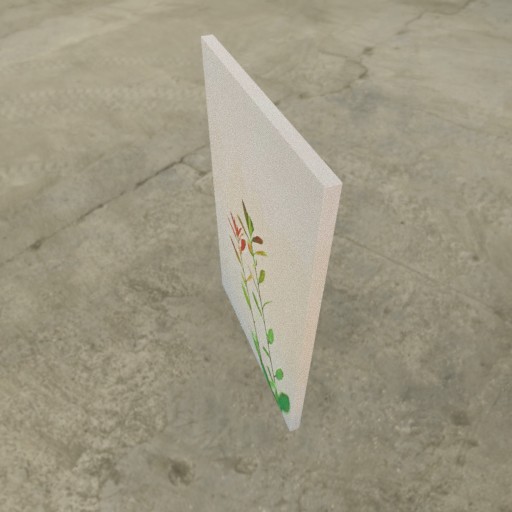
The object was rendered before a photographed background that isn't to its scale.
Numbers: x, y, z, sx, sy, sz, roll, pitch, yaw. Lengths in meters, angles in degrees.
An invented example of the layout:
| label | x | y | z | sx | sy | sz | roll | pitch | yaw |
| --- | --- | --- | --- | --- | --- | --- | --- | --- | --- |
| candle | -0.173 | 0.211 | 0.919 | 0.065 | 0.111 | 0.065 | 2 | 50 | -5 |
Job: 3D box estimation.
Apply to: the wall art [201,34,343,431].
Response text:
| label | x | y | z | sx | sy | sz | roll | pitch | yaw |
| --- | --- | --- | --- | --- | --- | --- | --- | --- | --- |
| wall art | 0.000 | 0.000 | 1.478 | 0.038 | 1.143 | 0.764 | -17 | 49 | -15 |
